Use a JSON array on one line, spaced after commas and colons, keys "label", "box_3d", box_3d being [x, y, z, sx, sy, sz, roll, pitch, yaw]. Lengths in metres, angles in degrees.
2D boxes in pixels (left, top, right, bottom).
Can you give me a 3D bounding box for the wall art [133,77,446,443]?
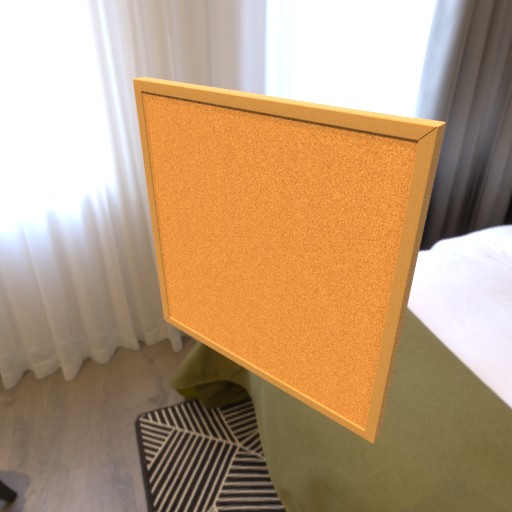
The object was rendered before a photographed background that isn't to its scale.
[{"label": "wall art", "box_3d": [0.000, 0.000, 1.102, 0.761, 0.761, 0.037, 22, 37, 33]}]
